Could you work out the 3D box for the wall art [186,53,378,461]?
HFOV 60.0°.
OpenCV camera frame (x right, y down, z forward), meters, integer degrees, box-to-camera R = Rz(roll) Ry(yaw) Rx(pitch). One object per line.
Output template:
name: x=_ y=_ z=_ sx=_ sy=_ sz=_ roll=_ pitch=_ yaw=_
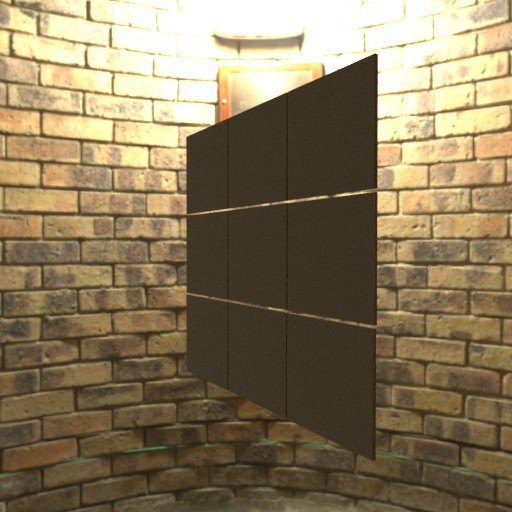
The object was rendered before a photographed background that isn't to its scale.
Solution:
wall art: x=0.000 y=0.000 z=1.370 sx=0.010 sy=0.917 sz=0.919 roll=-1 pitch=1 yaw=-36
